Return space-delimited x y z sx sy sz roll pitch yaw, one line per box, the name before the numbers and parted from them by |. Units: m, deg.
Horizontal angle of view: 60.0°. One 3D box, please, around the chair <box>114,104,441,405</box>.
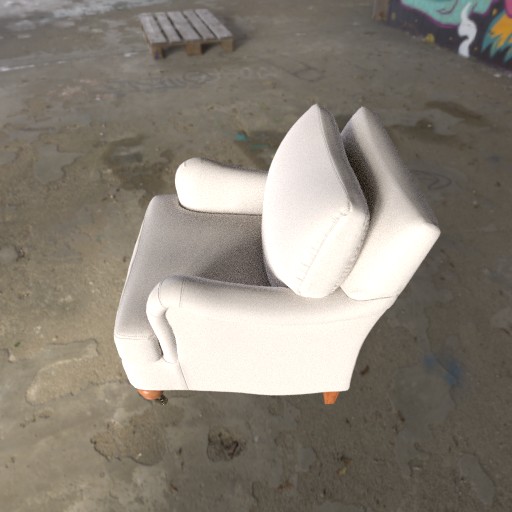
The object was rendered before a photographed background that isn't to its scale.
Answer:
chair | 0.000 0.000 1.899 1.070 1.038 0.955 -1 41 -1
